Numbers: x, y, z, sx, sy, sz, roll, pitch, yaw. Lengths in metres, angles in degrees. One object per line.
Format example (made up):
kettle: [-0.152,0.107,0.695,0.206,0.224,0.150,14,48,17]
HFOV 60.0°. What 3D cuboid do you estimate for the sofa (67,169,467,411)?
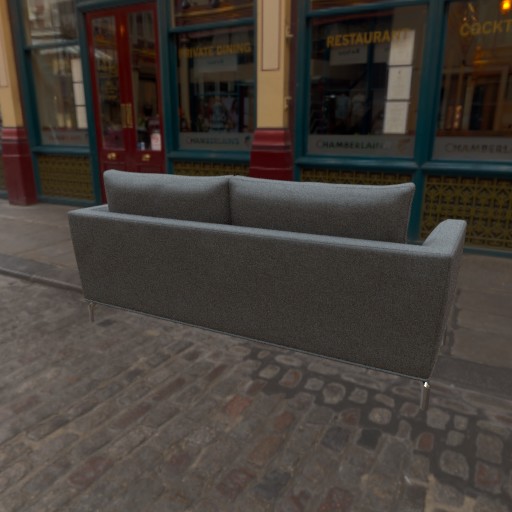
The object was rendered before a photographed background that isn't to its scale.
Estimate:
sofa: [0.000,0.000,2.666,2.212,1.002,0.869,8,17,27]
